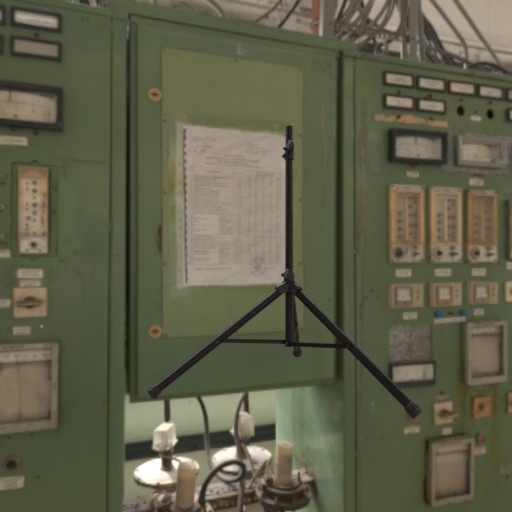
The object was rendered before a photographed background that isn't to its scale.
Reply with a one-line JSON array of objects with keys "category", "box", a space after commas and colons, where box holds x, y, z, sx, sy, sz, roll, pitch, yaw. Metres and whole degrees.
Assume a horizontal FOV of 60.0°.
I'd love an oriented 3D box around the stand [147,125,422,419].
[{"category": "stand", "box": [0.000, 0.000, 1.895, 0.907, 1.136, 1.045, 0, 0, -17]}]
